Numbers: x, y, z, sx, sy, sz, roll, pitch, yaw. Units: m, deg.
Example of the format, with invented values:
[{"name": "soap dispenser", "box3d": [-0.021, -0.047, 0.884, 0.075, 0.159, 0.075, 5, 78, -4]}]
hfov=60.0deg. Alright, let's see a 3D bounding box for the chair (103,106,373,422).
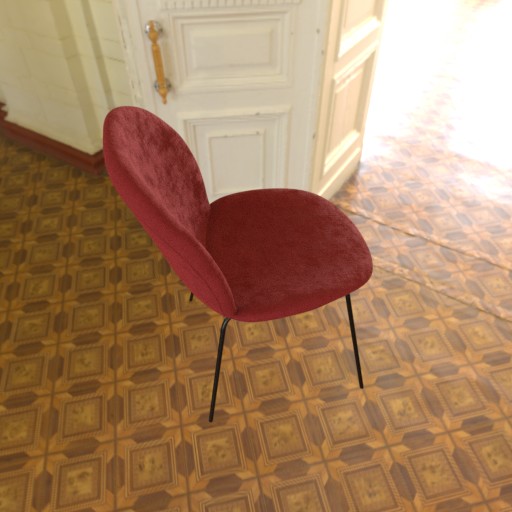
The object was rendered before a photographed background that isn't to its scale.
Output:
[{"name": "chair", "box3d": [0.000, 0.000, 1.140, 0.587, 0.791, 0.458, -9, 46, -9]}]
